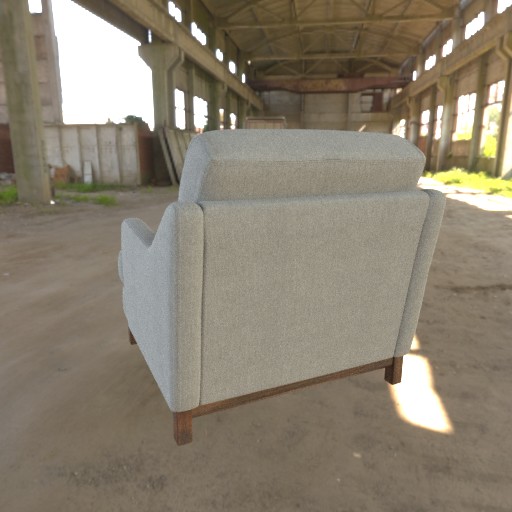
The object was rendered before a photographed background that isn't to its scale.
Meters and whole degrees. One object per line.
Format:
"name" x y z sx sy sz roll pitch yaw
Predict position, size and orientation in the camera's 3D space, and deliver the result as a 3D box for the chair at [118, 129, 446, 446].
"chair" 0.000 0.000 1.542 0.826 0.821 0.892 -6 15 -25
